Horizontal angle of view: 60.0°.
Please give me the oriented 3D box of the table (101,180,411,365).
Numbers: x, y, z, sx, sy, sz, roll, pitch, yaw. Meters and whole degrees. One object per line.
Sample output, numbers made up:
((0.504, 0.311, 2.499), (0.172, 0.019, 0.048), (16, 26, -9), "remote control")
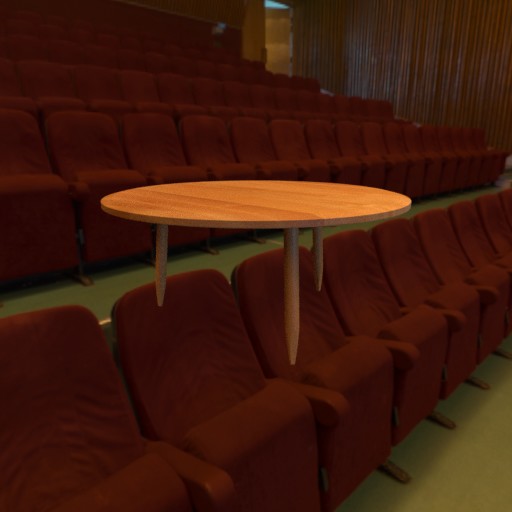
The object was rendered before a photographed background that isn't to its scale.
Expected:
((0.000, 0.000, 1.405), (0.900, 0.400, 0.900), (0, 15, 0), "table")
